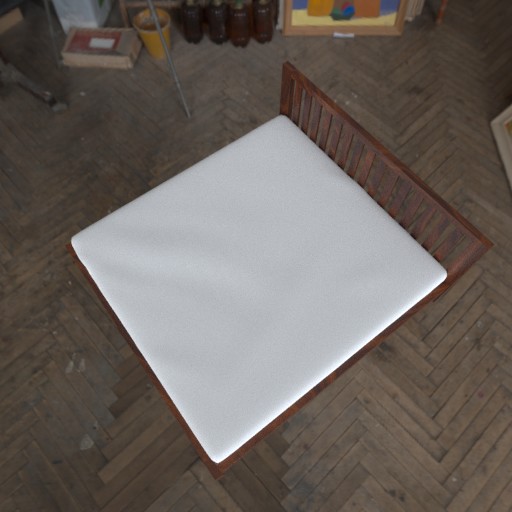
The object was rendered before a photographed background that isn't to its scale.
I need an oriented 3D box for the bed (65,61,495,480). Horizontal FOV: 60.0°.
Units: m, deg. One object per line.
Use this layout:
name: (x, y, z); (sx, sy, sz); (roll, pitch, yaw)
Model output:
bed: (0.000, 0.000, 3.035); (2.030, 0.890, 1.905); (-34, 69, -15)
